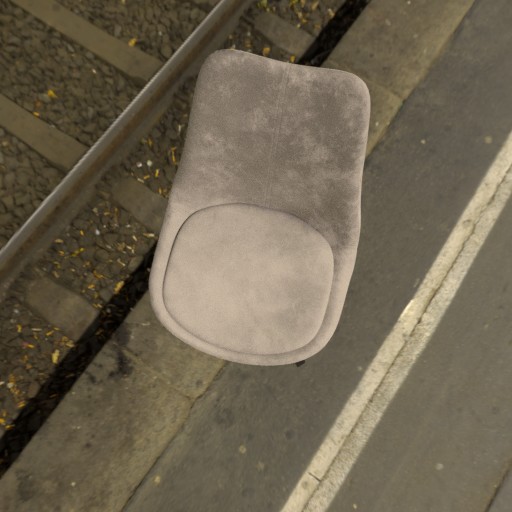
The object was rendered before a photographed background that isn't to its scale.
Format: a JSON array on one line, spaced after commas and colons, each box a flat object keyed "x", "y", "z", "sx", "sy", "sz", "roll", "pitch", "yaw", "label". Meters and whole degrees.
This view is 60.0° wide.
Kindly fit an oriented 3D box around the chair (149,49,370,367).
[{"x": 0.000, "y": 0.000, "z": 1.158, "sx": 0.485, "sy": 0.850, "sz": 0.550, "roll": 13, "pitch": 75, "yaw": 4, "label": "chair"}]
